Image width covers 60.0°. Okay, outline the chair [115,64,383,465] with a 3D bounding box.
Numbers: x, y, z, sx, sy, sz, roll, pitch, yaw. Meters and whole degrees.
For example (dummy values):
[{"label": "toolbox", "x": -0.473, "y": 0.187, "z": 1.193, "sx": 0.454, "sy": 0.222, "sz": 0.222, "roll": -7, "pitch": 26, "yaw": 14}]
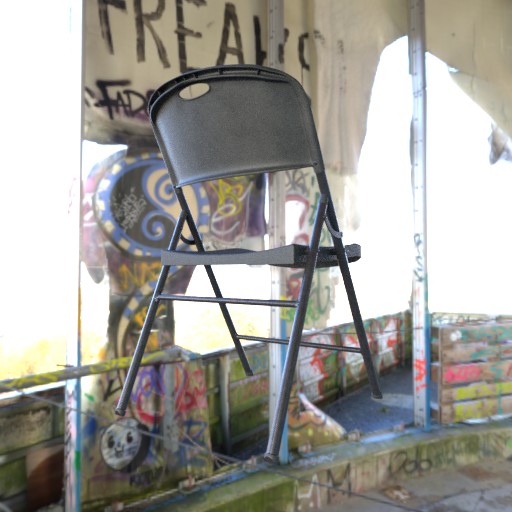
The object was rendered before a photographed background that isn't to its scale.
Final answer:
[{"label": "chair", "x": 0.000, "y": 0.000, "z": 1.202, "sx": 0.494, "sy": 0.810, "sz": 0.567, "roll": -1, "pitch": -2, "yaw": 37}]
